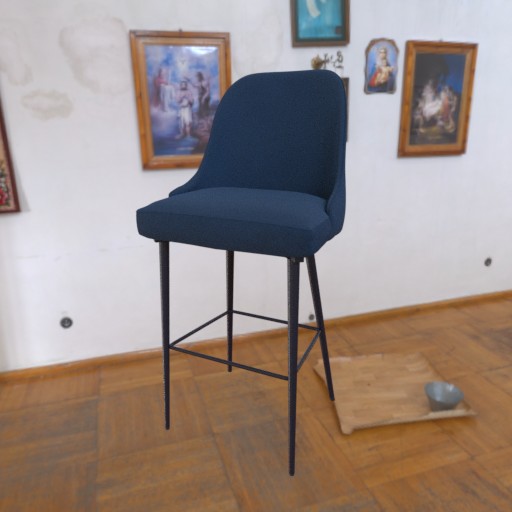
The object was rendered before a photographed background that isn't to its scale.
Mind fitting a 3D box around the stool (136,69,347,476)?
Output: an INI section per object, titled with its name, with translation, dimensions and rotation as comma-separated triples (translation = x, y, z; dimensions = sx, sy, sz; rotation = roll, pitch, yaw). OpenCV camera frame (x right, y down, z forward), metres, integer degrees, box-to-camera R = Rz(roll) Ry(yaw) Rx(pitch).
[stool]
translation = 0.000, 0.000, 1.333
dimensions = 0.527, 1.079, 0.489
rotation = 8, 18, 26
